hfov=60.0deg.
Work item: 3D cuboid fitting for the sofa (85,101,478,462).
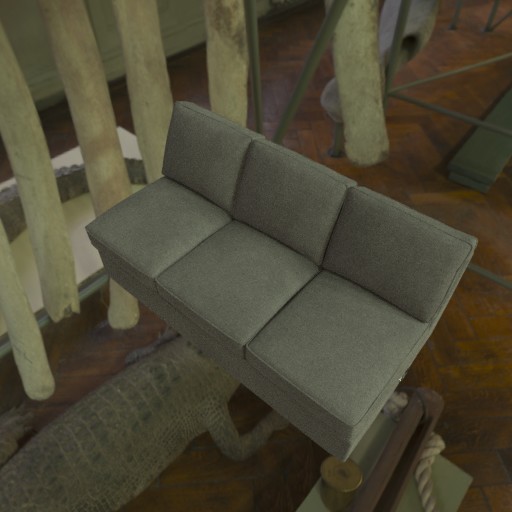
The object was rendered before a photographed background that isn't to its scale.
[{"bbox_3d":[0.000,0.000,2.535,1.962,0.973,1.027,32,54,26],"label":"sofa"}]
